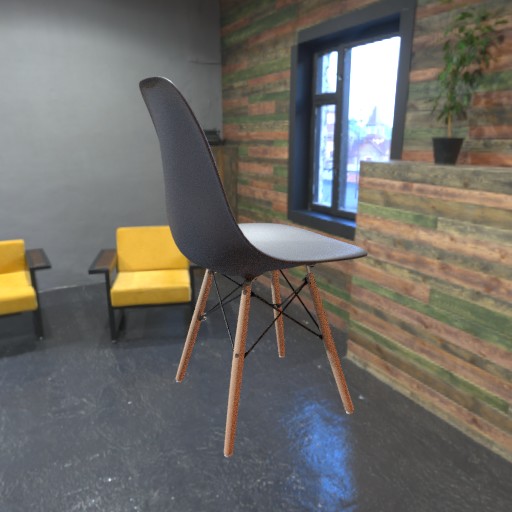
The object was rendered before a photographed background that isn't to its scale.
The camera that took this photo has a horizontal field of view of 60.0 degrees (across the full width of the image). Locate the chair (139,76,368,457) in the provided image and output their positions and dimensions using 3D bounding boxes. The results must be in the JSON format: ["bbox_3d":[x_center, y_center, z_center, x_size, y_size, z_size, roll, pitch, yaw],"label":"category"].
[{"bbox_3d":[0.000,0.000,1.147,0.533,0.826,0.470,-7,16,-26],"label":"chair"}]
